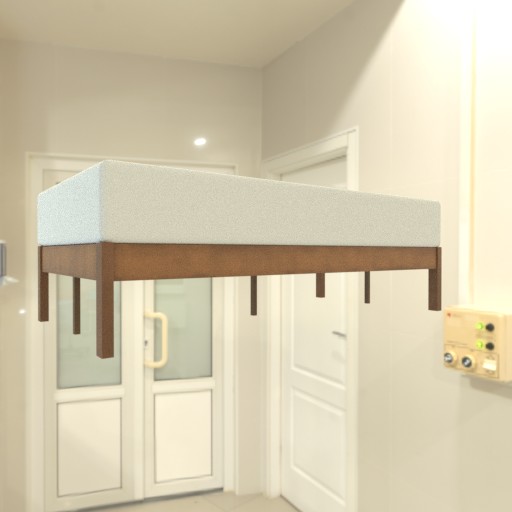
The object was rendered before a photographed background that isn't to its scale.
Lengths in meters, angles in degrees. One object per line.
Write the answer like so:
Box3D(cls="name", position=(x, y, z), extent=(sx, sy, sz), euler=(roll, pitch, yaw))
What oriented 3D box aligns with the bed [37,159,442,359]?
Box3D(cls="bed", position=(0.000, 0.000, 2.308), extent=(1.902, 0.616, 0.961), euler=(0, 1, -37))
